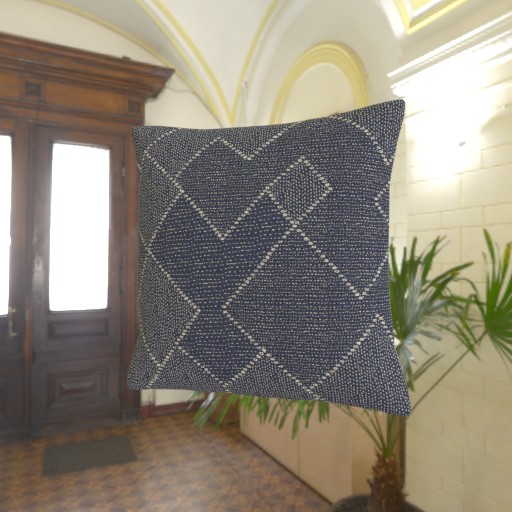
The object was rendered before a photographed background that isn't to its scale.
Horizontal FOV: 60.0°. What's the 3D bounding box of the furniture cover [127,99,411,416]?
[{"bbox_3d":[0.000,0.000,0.778,0.511,0.503,0.162,0,-1,17],"label":"furniture cover"}]
